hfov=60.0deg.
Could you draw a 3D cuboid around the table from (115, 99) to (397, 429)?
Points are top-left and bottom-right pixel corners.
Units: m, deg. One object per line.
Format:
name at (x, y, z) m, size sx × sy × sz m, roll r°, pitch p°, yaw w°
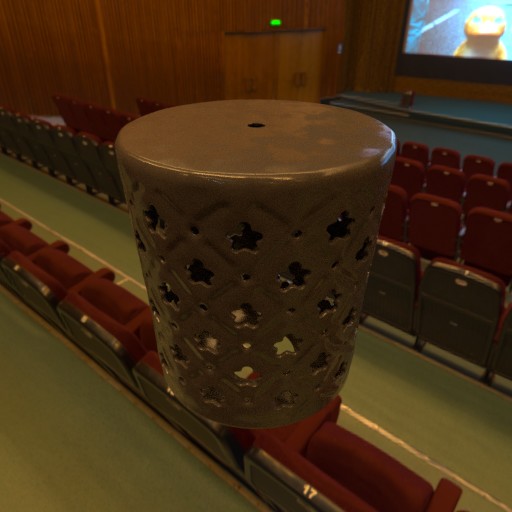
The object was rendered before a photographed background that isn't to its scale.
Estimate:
table at (0.000, 0.000, 0.660) m, size 0.352 × 0.387 × 0.352 m, roll 0°, pitch 31°, yaw 0°
